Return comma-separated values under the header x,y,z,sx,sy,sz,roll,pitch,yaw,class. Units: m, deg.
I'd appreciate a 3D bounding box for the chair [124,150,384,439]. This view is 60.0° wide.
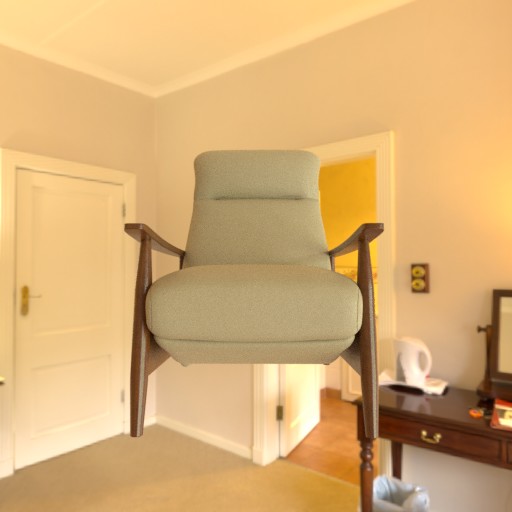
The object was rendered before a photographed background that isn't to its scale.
x,y,z,sx,sy,sz,roll,pitch,yaw,class
0.000,0.000,1.788,0.762,1.082,1.014,0,-1,1,chair
